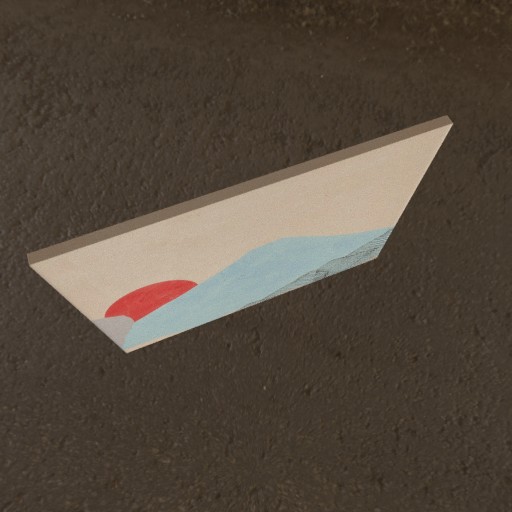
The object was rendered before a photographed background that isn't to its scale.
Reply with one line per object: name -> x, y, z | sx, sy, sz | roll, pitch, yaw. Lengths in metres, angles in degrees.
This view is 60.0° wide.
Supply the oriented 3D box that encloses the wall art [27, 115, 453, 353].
wall art -> 0.000, 0.000, 1.608 | 1.219, 0.912, 0.042 | -20, 66, -9
